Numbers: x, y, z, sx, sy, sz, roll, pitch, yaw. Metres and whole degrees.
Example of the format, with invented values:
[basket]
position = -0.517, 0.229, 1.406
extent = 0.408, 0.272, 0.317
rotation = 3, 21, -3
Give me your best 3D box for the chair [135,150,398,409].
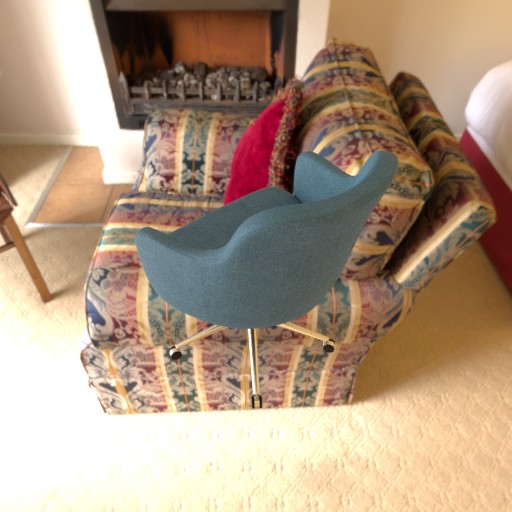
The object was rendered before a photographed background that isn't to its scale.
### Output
[chair]
position = 0.000, 0.000, 1.292
extent = 0.599, 0.820, 0.655
rotation = -30, 52, -26
